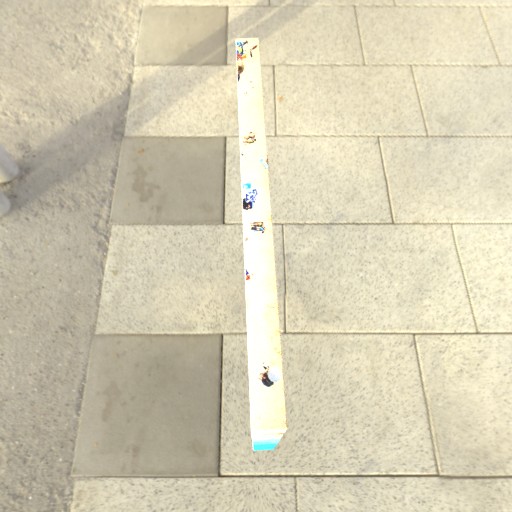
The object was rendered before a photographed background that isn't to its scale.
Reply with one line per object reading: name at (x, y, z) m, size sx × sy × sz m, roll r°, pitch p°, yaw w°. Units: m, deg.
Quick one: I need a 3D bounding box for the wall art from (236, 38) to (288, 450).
wall art at (0.000, 0.000, 1.148) m, size 0.057 × 0.595 × 0.894 m, roll -2°, pitch 64°, yaw -1°
